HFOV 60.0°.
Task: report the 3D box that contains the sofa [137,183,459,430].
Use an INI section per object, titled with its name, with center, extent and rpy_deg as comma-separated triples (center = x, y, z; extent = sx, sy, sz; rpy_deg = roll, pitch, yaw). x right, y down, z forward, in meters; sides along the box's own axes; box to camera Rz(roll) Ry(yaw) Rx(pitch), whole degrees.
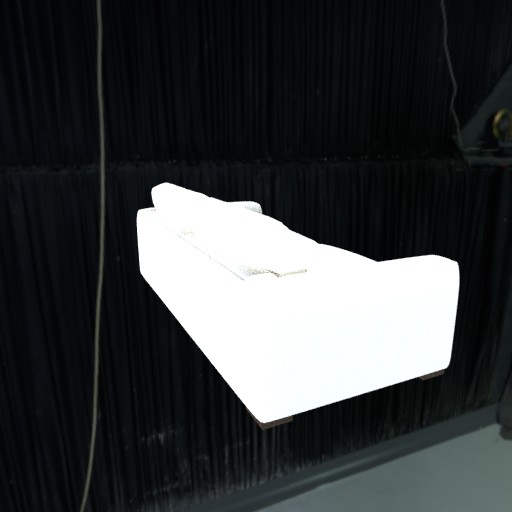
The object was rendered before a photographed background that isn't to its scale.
[sofa]
center = 0.000, 0.000, 2.825
extent = 1.070, 0.801, 2.262
rpy_deg = -7, 16, -25
